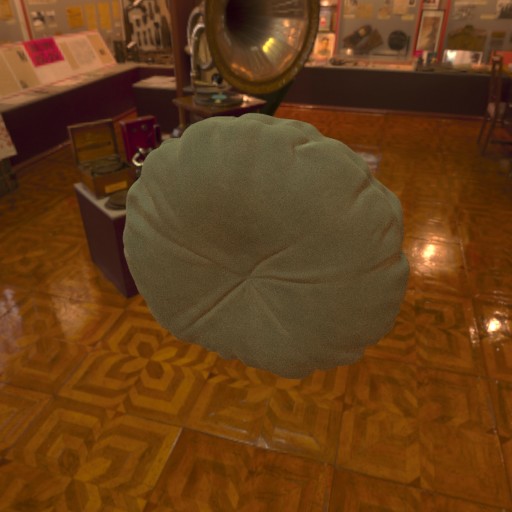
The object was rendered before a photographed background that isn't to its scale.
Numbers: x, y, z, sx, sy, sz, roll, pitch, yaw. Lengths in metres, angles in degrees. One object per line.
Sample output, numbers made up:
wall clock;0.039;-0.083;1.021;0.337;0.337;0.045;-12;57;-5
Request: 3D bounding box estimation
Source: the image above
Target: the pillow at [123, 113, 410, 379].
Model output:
pillow;0.000;0.000;0.651;0.428;0.407;0.148;10;34;15
